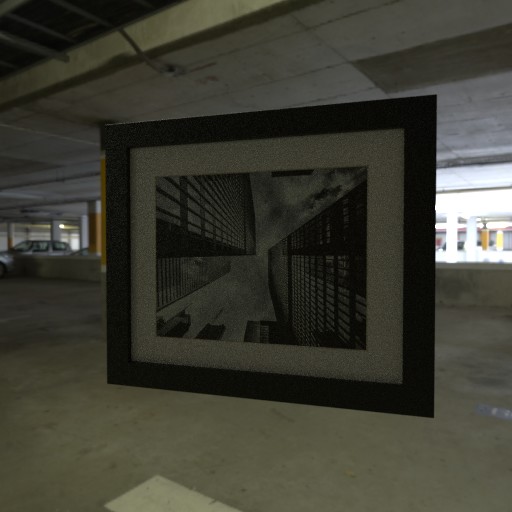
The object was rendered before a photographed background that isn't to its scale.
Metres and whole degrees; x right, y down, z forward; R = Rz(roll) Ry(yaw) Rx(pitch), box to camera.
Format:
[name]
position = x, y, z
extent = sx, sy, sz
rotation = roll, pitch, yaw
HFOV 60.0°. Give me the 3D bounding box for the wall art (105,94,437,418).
[wall art]
position = 0.000, 0.000, 0.508
extent = 0.381, 0.321, 0.028
rotation = 0, 1, 17
